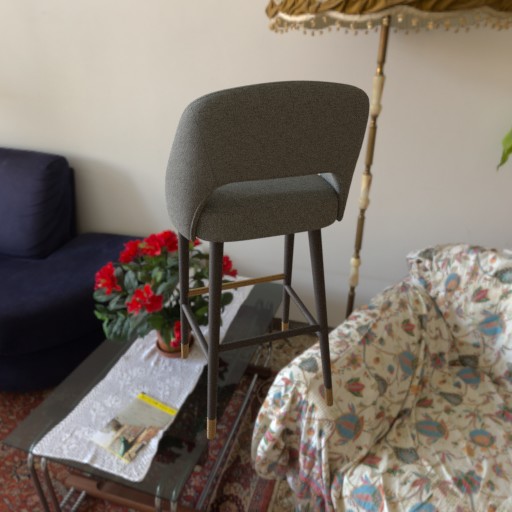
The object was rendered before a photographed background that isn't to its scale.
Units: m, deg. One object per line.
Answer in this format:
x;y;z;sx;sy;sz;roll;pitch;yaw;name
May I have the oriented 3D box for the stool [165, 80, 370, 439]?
0.000;0.000;1.416;0.536;1.089;0.524;-9;28;-17;stool
